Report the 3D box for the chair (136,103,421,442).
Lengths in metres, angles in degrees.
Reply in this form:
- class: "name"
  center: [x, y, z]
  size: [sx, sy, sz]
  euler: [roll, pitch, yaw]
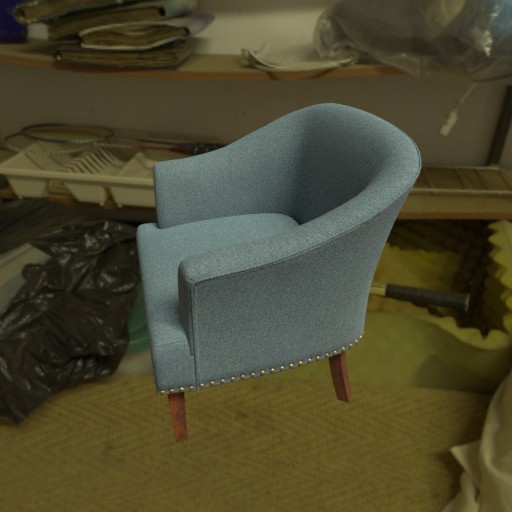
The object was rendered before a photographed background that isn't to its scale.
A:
- class: "chair"
  center: [0.000, 0.000, 1.370]
  size: [0.704, 0.815, 0.772]
  euler: [-8, 31, -14]
